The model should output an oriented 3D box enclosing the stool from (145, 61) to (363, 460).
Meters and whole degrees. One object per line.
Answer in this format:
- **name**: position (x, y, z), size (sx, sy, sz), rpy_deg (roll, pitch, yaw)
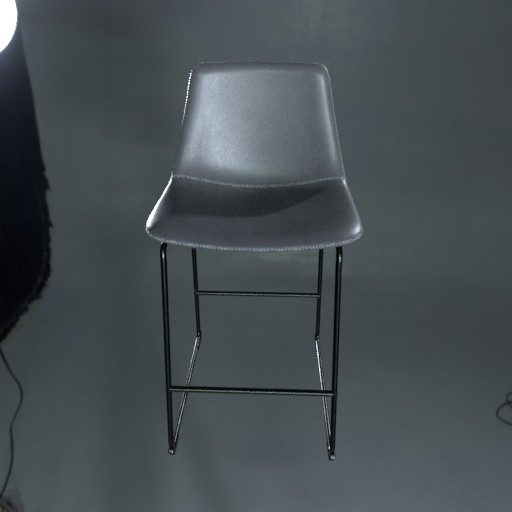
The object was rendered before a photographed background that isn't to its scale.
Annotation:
- **stool**: position (0.000, 0.000, 1.138), size (0.470, 0.876, 0.546), rpy_deg (1, 29, 2)
